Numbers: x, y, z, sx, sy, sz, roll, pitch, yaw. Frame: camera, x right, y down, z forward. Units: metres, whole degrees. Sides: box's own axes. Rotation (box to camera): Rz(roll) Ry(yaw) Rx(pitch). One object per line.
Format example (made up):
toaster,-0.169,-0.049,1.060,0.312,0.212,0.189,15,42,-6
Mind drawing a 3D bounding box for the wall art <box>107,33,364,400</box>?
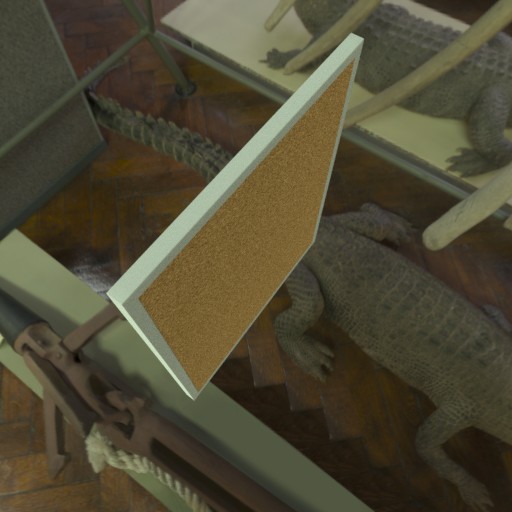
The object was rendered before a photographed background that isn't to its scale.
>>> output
wall art,0.000,0.000,0.724,0.020,0.536,0.444,33,68,15
